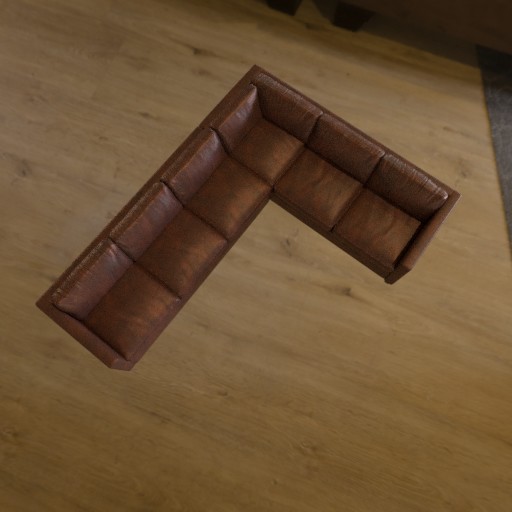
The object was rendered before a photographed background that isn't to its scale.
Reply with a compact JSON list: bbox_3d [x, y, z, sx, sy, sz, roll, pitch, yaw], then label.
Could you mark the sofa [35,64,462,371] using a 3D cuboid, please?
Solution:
[{"bbox_3d":[0.000,0.000,4.232,2.438,0.836,3.152,36,77,10],"label":"sofa"}]
